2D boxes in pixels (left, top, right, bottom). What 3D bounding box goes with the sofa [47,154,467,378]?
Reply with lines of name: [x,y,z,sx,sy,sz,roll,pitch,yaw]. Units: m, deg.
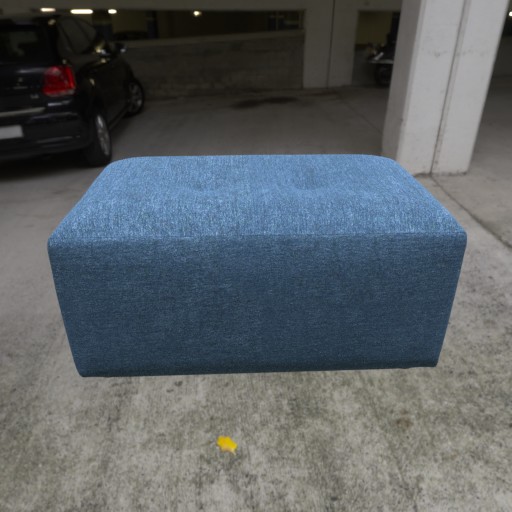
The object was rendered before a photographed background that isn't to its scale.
sofa: [0.000,0.000,1.230,0.930,0.470,0.480,-1,29,-2]
